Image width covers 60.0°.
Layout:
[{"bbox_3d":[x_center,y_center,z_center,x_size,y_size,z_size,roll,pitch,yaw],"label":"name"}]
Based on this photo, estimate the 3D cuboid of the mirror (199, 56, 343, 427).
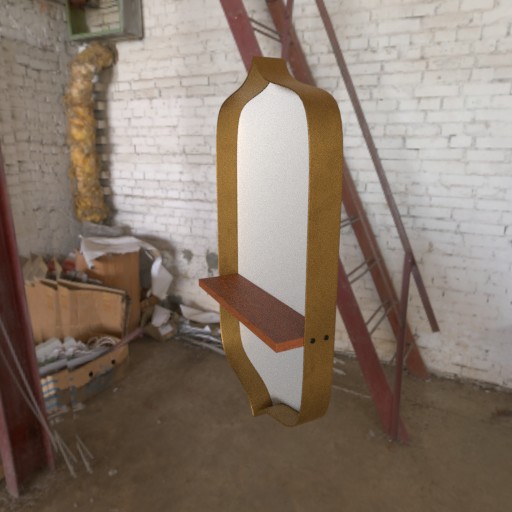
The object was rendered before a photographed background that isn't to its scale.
[{"bbox_3d":[0.000,0.000,0.736,0.096,0.613,0.323,-7,17,-26],"label":"mirror"}]
